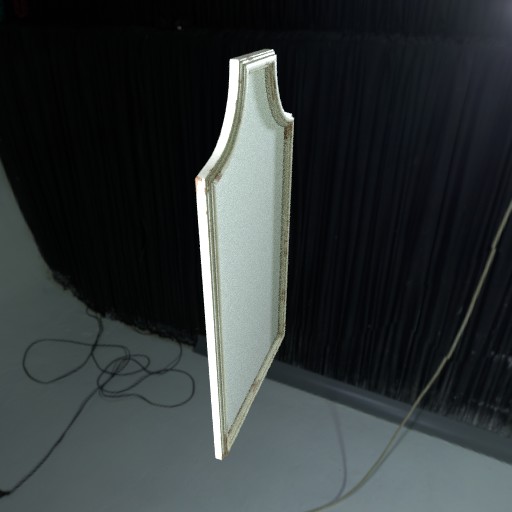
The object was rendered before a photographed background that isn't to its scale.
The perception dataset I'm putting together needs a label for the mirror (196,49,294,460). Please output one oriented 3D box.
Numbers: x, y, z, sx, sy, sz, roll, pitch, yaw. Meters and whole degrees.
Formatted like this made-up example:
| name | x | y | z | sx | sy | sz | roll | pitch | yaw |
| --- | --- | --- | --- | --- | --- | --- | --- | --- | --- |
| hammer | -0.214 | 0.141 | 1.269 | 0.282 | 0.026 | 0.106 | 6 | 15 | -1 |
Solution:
| name | x | y | z | sx | sy | sz | roll | pitch | yaw |
| --- | --- | --- | --- | --- | --- | --- | --- | --- | --- |
| mirror | 0.000 | 0.000 | 0.861 | 0.022 | 0.717 | 0.403 | 11 | 32 | 17 |
